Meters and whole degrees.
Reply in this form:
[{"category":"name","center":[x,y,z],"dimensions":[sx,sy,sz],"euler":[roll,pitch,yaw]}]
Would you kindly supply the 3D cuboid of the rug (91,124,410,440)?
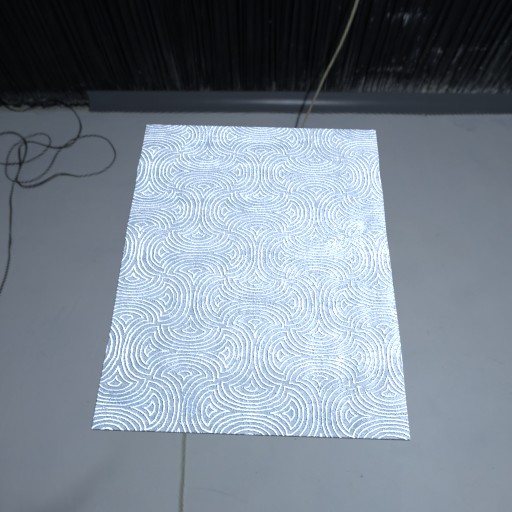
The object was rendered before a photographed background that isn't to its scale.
[{"category":"rug","center":[0.000,0.000,4.048],"dimensions":[2.456,0.021,3.042],"euler":[2,64,1]}]
